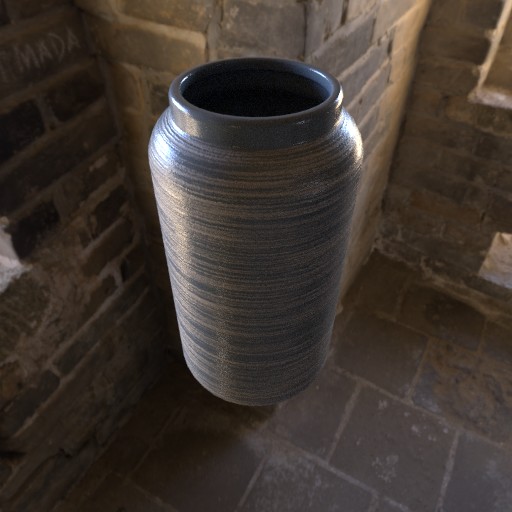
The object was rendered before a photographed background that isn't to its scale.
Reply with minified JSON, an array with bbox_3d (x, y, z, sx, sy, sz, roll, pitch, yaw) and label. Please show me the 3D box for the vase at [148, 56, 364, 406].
[{"bbox_3d":[0.000,0.000,0.297,0.116,0.230,0.116,0,42,0],"label":"vase"}]
